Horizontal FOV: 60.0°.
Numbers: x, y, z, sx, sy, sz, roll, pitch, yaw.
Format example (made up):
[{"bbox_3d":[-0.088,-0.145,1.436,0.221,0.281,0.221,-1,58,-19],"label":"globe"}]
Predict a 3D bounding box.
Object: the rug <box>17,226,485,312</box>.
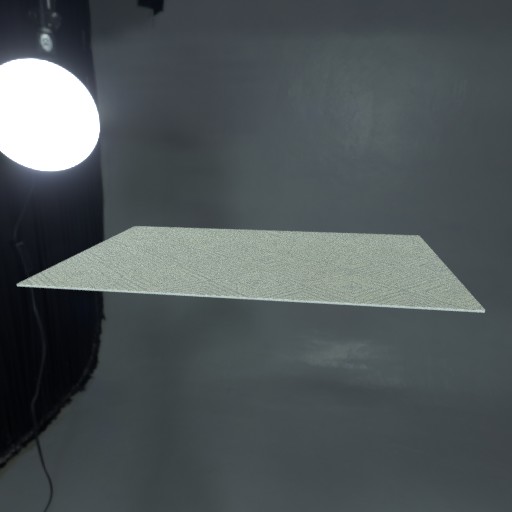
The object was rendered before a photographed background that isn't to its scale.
[{"bbox_3d":[0.000,0.000,2.176,1.753,0.008,1.143,2,16,8],"label":"rug"}]
